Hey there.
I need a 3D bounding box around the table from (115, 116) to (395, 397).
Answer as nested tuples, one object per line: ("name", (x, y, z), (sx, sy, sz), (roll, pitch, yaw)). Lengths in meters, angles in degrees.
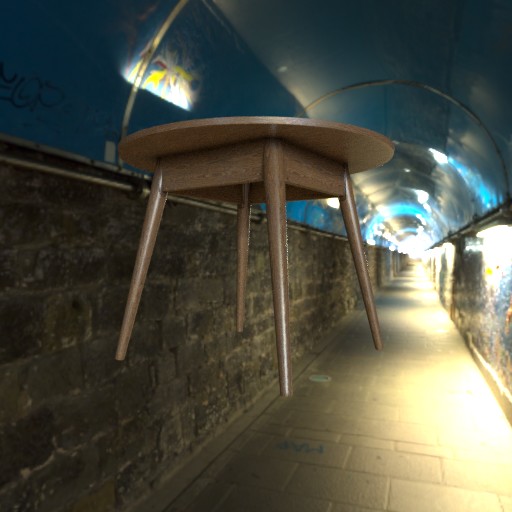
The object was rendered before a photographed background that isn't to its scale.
("table", (0.000, 0.000, 1.765), (1.053, 0.786, 1.053), (0, 0, 0))
